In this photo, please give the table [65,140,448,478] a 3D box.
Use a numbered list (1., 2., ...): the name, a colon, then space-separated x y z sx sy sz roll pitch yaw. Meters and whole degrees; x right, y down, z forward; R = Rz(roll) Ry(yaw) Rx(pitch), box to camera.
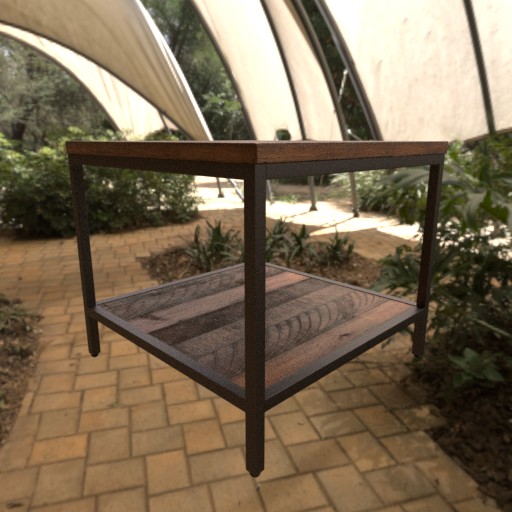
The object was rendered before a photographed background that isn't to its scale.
1. table: 0.000 0.000 0.960 0.548 0.482 0.553 -14 20 -43
